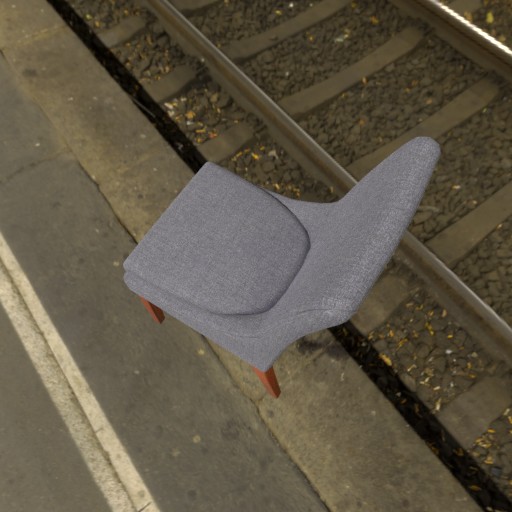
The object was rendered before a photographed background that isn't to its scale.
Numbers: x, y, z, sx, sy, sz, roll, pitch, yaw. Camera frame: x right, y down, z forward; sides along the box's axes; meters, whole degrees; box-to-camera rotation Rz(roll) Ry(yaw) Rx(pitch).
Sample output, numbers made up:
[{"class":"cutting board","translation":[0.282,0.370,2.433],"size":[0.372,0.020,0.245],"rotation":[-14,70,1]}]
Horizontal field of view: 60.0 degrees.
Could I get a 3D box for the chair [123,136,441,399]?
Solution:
[{"class":"chair","translation":[0.000,0.000,1.304],"size":[0.655,0.952,0.508],"rotation":[29,67,13]}]
